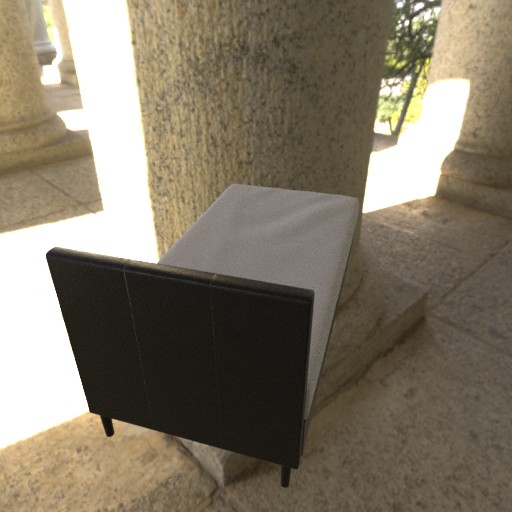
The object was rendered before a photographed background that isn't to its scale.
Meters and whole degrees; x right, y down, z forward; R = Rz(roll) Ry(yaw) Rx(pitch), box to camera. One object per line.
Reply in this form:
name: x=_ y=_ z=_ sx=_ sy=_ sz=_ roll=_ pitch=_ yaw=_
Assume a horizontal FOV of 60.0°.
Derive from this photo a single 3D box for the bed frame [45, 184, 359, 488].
bed frame: x=0.000 y=0.000 z=2.513 sx=1.038 sy=1.046 sz=2.152 roll=9 pitch=32 yaw=14
